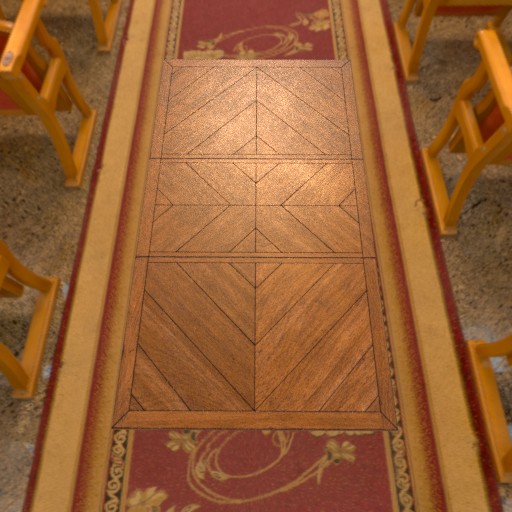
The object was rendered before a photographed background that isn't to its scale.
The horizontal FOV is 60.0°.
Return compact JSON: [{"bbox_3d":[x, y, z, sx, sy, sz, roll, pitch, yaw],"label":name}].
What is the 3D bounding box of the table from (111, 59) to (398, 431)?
[{"bbox_3d":[0.000,0.000,1.821,0.757,0.760,1.400,0,64,0],"label":"table"}]
